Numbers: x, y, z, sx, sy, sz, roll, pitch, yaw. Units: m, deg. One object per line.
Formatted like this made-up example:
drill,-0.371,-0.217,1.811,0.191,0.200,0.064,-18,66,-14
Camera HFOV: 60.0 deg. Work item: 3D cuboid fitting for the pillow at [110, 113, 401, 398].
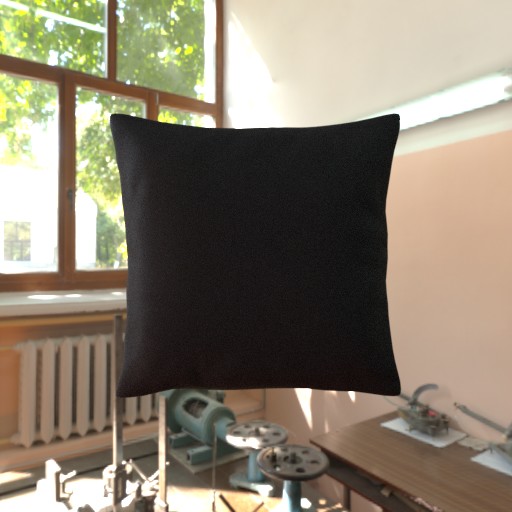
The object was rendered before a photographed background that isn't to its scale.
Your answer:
pillow,0.000,0.000,0.794,0.520,0.508,0.166,0,0,0
